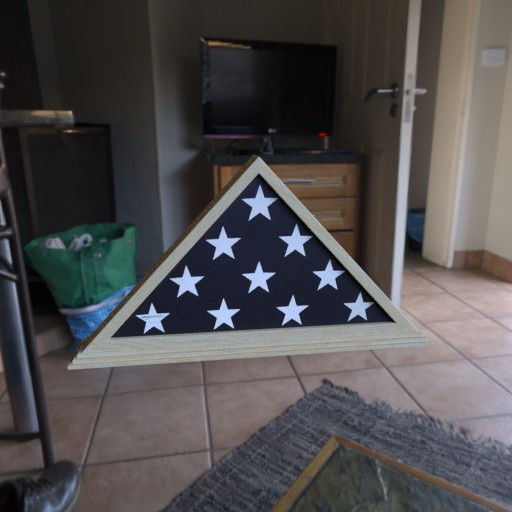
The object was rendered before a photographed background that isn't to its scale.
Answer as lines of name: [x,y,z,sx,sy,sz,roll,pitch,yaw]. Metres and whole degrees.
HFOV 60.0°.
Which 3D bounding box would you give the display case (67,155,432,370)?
display case: [0.000,0.000,0.772,0.640,0.340,0.095,-2,16,-7]
